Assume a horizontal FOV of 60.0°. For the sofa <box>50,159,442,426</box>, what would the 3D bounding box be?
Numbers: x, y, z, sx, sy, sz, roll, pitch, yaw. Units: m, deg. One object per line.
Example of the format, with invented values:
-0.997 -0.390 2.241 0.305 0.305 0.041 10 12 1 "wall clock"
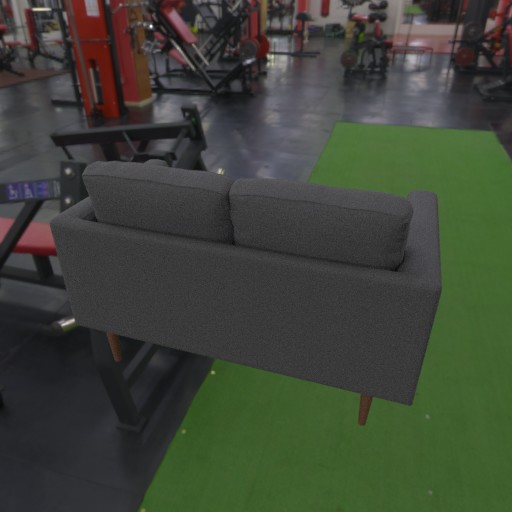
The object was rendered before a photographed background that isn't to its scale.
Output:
0.000 0.000 1.939 1.430 0.908 0.796 10 32 16 "sofa"
